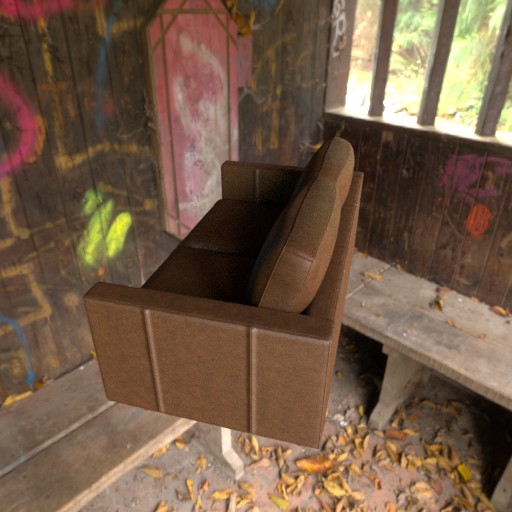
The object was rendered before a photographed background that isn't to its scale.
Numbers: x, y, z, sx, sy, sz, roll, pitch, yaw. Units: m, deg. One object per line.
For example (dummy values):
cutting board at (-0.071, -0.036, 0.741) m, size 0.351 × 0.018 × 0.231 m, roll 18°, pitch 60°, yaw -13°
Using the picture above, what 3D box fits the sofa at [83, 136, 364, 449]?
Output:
sofa at (0.000, 0.000, 2.209) m, size 0.909 × 0.951 × 1.578 m, roll 8°, pitch 31°, yaw 13°
